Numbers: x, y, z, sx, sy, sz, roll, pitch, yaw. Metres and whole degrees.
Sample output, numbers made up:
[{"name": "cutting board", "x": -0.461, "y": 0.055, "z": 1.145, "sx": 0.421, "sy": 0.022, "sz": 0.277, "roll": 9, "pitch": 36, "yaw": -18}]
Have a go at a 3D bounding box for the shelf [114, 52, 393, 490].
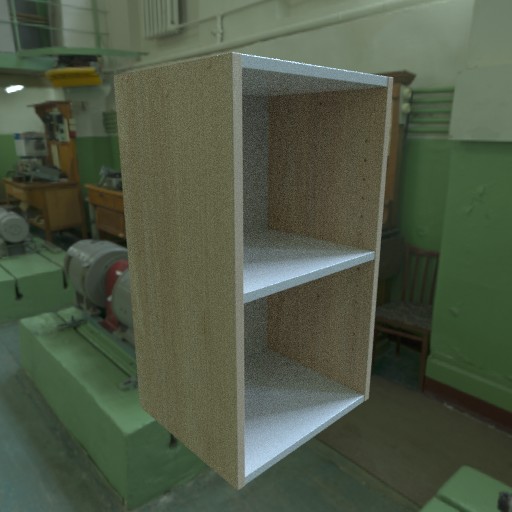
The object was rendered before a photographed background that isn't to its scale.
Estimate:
[{"name": "shelf", "x": 0.000, "y": 0.000, "z": 0.795, "sx": 0.350, "sy": 0.600, "sz": 0.290, "roll": -14, "pitch": 21, "yaw": -41}]
